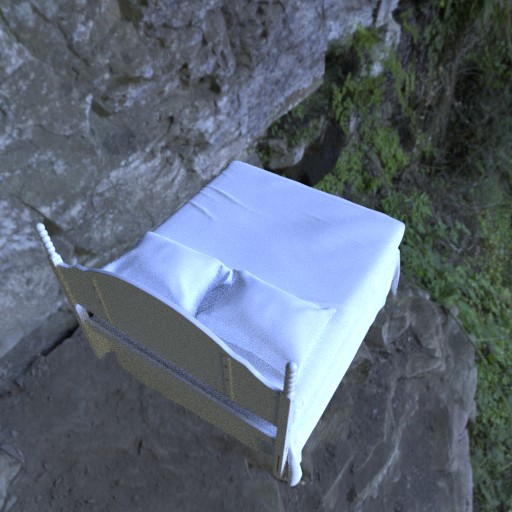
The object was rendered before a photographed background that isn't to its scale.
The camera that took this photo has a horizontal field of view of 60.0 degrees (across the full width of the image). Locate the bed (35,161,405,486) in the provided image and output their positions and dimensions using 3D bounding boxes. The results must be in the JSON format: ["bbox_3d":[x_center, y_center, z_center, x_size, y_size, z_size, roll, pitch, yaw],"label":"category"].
[{"bbox_3d":[0.000,0.000,3.203,1.873,1.356,2.040,25,51,22],"label":"bed"}]
